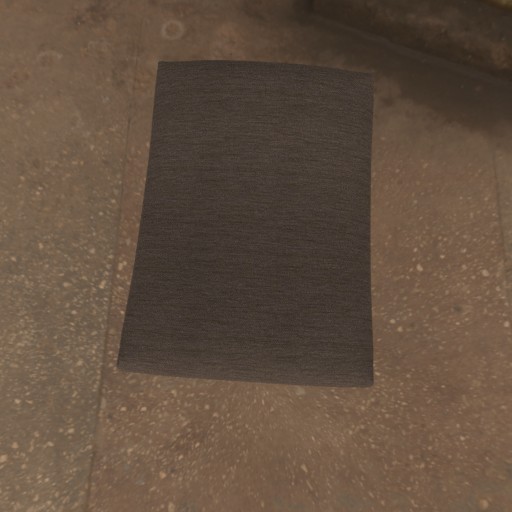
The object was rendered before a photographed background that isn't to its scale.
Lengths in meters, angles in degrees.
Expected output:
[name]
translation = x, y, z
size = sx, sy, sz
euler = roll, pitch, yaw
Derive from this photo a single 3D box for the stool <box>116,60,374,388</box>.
[stool]
translation = 0.000, 0.000, 0.953
size = 0.372, 0.654, 0.504
euler = 4, 76, 1
